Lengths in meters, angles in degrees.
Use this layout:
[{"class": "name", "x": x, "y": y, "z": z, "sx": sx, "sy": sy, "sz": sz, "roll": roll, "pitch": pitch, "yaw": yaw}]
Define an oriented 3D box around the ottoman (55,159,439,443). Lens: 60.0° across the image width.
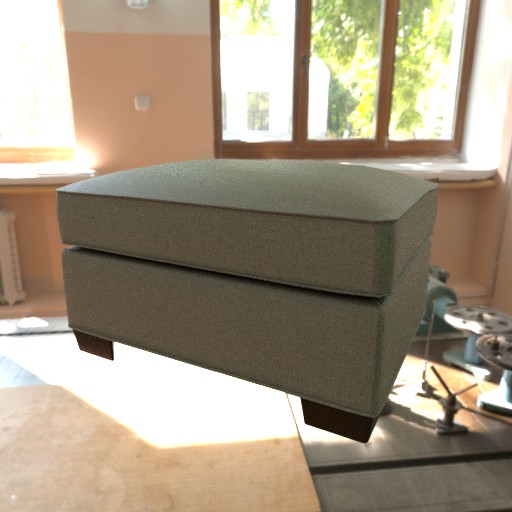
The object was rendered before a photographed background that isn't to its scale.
[{"class": "ottoman", "x": 0.000, "y": 0.000, "z": 1.216, "sx": 0.843, "sy": 0.504, "sz": 0.619, "roll": 8, "pitch": 18, "yaw": 27}]
